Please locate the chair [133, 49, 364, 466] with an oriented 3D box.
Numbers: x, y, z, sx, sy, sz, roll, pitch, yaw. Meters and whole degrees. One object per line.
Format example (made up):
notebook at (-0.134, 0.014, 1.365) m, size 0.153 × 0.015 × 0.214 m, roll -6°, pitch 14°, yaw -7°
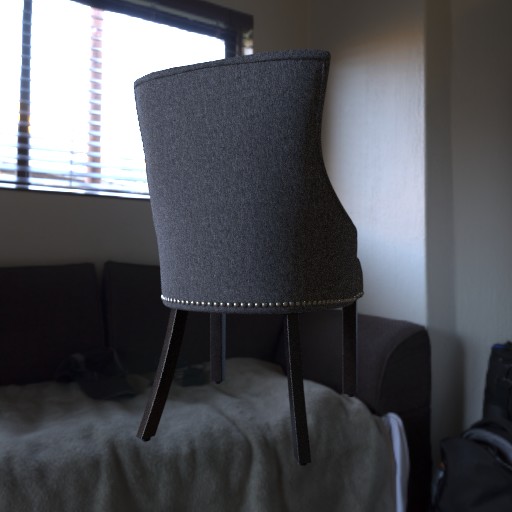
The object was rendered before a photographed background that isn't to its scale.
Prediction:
chair at (0.000, 0.000, 1.279) m, size 0.566 × 0.909 × 0.629 m, roll 0°, pitch -1°, yaw 19°
